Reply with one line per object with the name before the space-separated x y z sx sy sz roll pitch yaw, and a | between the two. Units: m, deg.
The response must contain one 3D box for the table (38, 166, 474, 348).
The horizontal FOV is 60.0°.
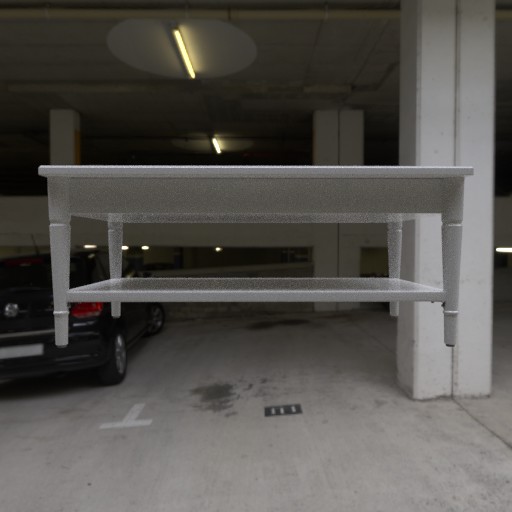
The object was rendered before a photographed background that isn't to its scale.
table | 0.000 0.000 1.371 1.067 0.457 0.559 0 2 0
